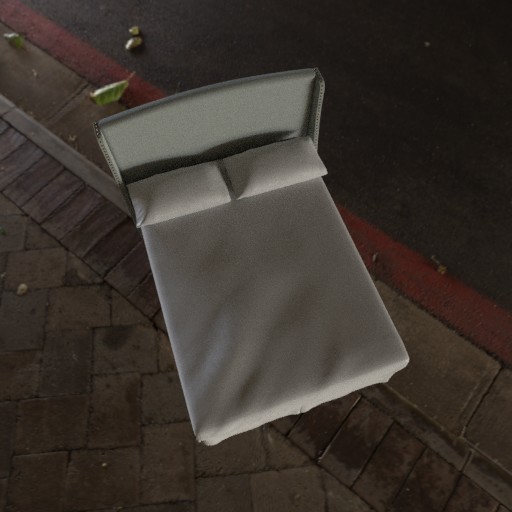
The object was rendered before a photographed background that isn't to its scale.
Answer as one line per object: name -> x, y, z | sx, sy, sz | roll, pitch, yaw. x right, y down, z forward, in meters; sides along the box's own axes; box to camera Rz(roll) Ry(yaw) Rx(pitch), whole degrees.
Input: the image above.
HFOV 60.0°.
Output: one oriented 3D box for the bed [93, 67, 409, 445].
bed -> 0.000, 0.000, 3.364 | 1.710, 1.407, 2.237 | -17, 65, -8
